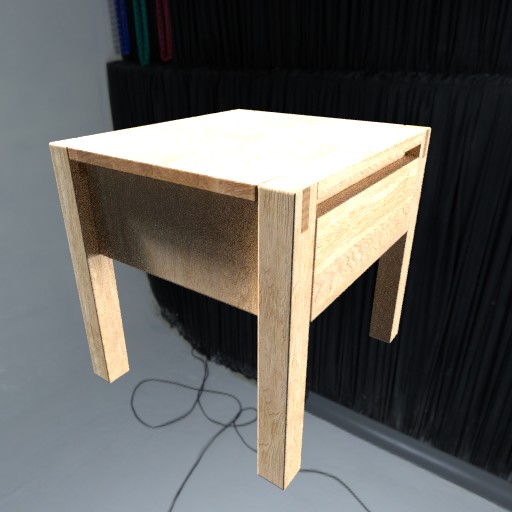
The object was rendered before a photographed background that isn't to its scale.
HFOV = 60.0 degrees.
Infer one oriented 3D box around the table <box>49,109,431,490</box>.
[{"bbox_3d":[0.000,0.000,0.837,0.440,0.450,0.480,17,30,31],"label":"table"}]
